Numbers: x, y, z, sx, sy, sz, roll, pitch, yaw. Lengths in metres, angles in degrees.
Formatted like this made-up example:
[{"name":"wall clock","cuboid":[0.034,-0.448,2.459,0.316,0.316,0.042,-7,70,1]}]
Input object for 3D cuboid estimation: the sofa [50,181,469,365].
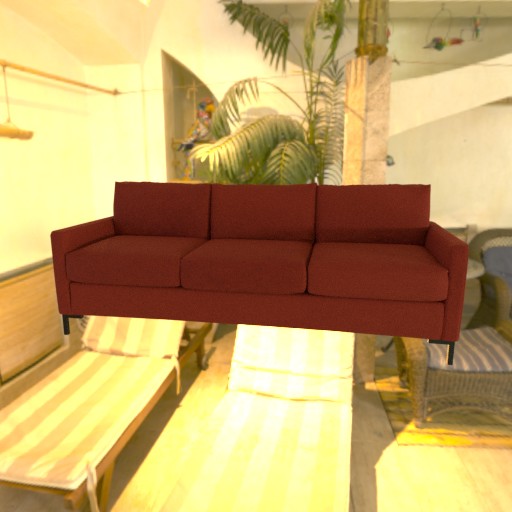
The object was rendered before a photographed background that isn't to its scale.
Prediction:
[{"name":"sofa","cuboid":[0.000,0.000,2.730,2.252,0.879,0.875,2,13,10]}]
